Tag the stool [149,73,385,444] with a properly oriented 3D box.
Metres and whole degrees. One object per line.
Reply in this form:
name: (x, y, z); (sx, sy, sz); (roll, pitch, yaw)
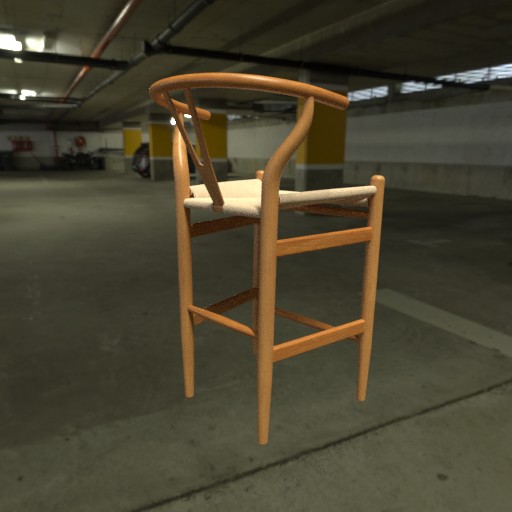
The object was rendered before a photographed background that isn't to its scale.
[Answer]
stool: (0.000, 0.000, 1.356); (0.579, 0.970, 0.569); (-13, 18, -43)
